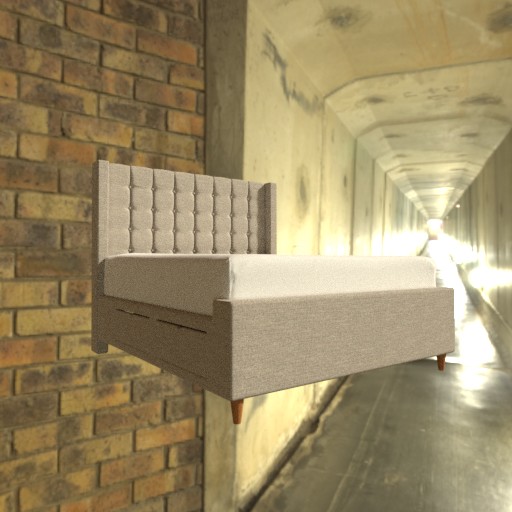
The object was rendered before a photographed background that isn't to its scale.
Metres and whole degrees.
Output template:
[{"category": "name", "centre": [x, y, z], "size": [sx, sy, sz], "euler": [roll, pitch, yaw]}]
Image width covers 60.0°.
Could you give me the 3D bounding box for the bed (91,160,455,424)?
[{"category": "bed", "centre": [0.000, 0.000, 3.740], "size": [2.044, 1.748, 2.372], "euler": [0, -1, -36]}]
